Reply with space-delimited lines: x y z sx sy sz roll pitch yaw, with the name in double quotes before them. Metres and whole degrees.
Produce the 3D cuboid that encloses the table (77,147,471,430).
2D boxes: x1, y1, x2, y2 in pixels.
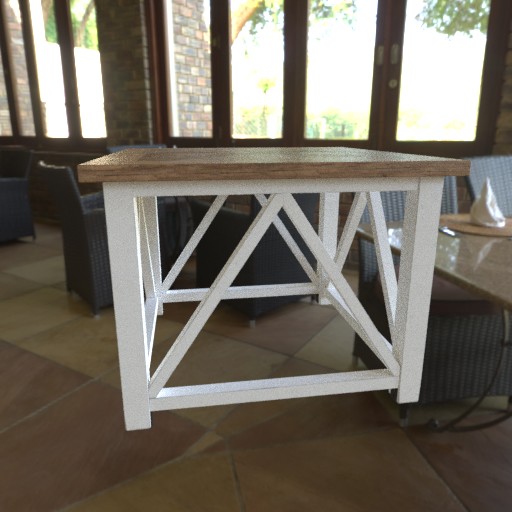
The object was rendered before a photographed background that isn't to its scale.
"table" 0.000 0.000 1.174 0.700 0.532 0.700 -3 16 -9
